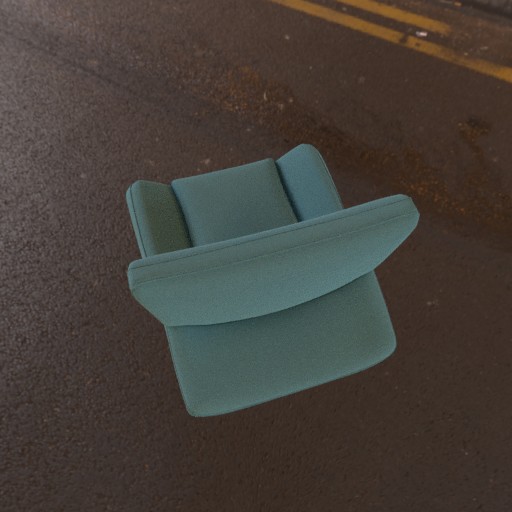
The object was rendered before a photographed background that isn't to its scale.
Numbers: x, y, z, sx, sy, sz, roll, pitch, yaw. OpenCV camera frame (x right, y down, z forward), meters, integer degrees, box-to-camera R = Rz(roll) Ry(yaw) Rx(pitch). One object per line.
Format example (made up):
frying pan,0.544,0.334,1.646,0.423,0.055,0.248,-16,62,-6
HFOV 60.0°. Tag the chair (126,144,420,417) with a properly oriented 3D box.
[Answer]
chair,0.000,0.000,1.685,0.859,0.855,1.008,-15,59,-9
